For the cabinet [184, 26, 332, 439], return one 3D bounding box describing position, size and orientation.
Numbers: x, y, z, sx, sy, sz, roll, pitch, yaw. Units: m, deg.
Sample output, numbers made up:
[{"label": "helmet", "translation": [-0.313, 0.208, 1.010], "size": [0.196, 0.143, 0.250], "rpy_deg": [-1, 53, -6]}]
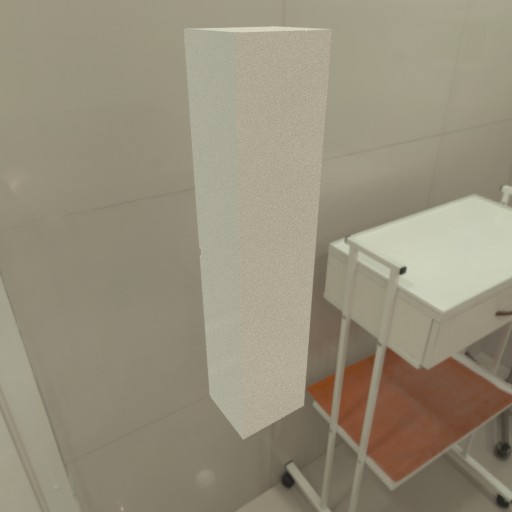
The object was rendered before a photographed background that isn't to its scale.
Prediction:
[{"label": "cabinet", "translation": [0.000, 0.000, 1.534], "size": [0.300, 1.400, 0.270], "rpy_deg": [-18, 34, -29]}]
